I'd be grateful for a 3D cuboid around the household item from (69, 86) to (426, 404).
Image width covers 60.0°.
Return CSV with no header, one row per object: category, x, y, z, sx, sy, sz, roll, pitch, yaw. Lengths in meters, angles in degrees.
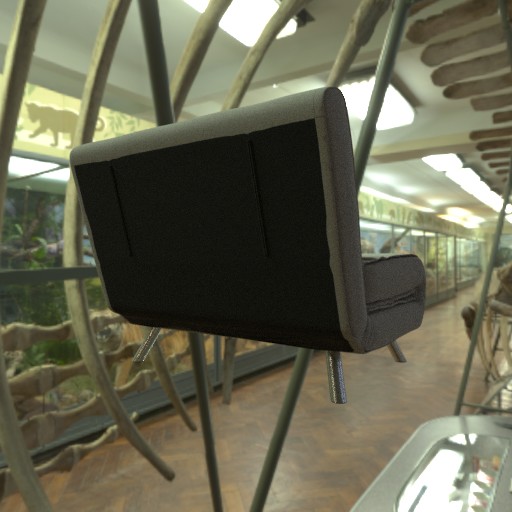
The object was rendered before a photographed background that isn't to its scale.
household item,0.000,0.000,1.611,1.000,0.800,0.874,0,0,35
